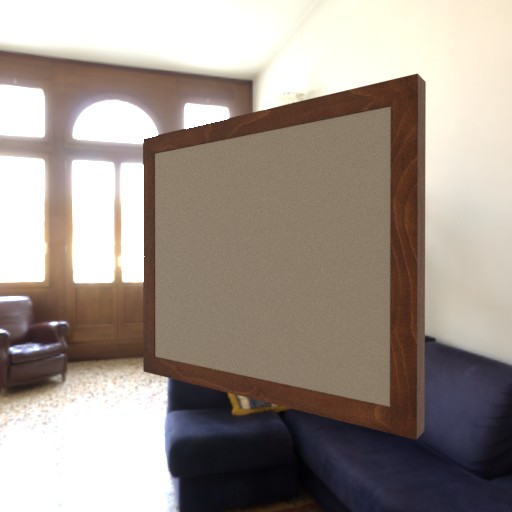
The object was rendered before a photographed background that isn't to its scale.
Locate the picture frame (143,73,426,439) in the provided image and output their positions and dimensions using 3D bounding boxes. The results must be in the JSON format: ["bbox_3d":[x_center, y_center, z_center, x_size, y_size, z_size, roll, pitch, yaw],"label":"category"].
[{"bbox_3d":[0.000,0.000,0.523,0.381,0.330,0.025,0,1,37],"label":"picture frame"}]
